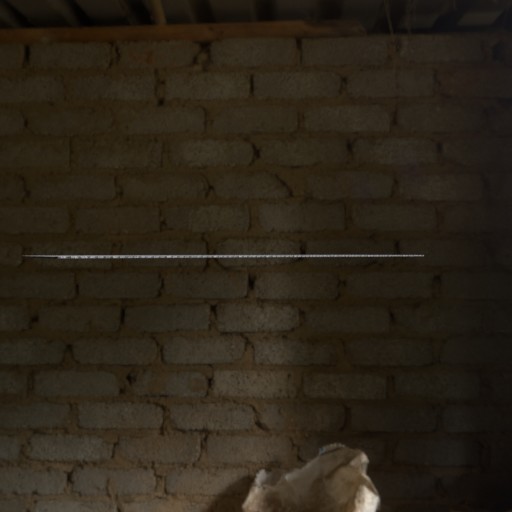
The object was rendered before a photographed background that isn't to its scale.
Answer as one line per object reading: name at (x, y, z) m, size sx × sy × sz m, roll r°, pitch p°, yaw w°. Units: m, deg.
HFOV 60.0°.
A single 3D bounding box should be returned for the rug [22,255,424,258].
rug at (0.000, 0.000, 2.518) m, size 2.286 × 0.008 × 0.686 m, roll 0°, pitch 0°, yaw -37°
